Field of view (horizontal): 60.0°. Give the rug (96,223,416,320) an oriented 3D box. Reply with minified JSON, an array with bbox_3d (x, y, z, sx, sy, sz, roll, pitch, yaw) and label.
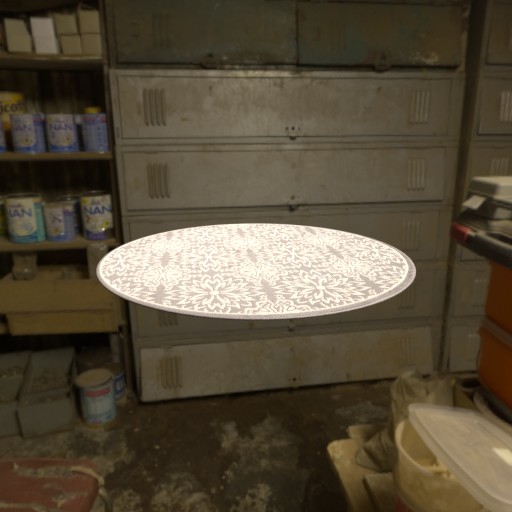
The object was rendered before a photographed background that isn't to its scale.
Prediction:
[{"bbox_3d":[0.000,0.000,2.335,1.593,0.012,1.593,0,16,0],"label":"rug"}]
